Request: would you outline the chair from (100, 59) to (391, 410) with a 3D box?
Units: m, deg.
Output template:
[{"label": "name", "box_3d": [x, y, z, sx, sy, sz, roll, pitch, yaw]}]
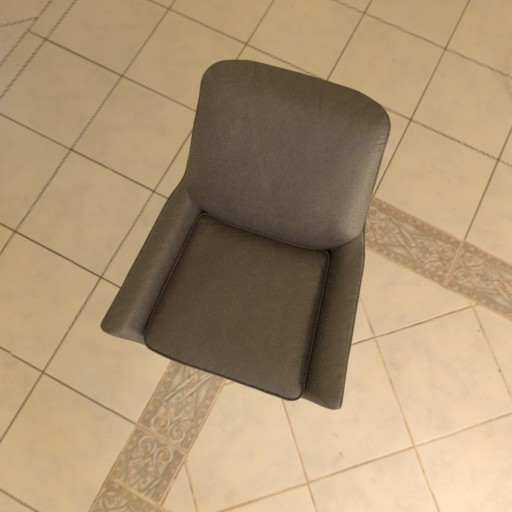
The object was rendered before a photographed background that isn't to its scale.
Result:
[{"label": "chair", "box_3d": [0.000, 0.000, 1.484, 0.787, 0.888, 0.822, 18, 77, 4]}]
